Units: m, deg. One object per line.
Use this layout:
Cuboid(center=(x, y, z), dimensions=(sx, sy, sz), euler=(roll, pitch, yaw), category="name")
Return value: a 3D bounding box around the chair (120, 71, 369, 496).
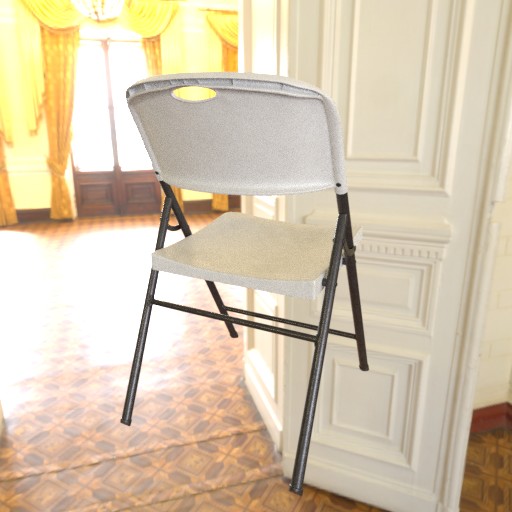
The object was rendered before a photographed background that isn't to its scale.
Cuboid(center=(0.000, 0.000, 1.115), dimensions=(0.494, 0.810, 0.566), euler=(9, 19, 27), category="chair")
